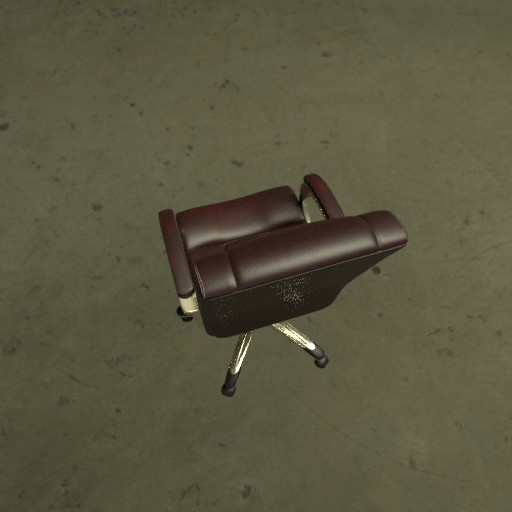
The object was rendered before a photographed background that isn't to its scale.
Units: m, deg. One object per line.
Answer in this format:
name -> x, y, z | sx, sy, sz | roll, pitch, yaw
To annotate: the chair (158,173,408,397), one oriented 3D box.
chair -> 0.000, 0.000, 1.524 | 0.662, 1.107, 0.739 | -15, 60, -9
